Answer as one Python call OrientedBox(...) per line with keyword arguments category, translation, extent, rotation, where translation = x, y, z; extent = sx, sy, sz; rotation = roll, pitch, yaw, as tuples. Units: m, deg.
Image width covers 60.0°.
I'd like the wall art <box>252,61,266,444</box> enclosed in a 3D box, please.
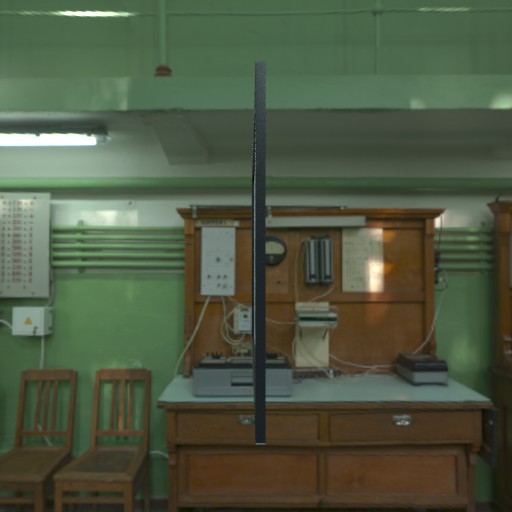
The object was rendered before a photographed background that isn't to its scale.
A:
OrientedBox(category="wall art", translation=(0.000, 0.000, 1.047), extent=(0.015, 0.552, 0.819), rotation=(0, -1, -1))
